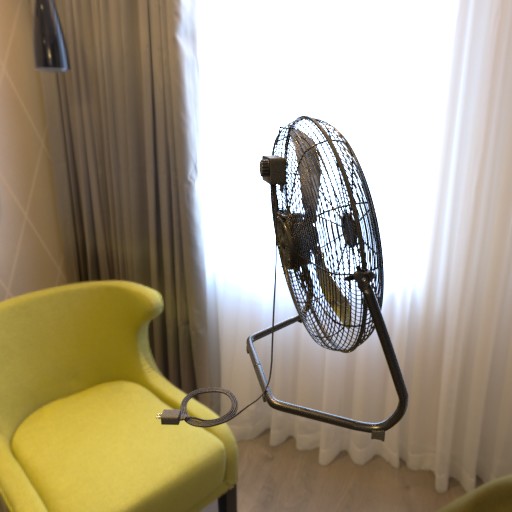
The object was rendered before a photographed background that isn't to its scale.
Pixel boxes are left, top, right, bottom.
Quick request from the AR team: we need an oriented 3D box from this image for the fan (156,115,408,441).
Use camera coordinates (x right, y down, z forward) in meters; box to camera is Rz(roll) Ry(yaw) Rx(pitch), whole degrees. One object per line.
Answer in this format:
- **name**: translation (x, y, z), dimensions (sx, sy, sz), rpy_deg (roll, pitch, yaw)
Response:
- **fan**: translation (0.000, 0.000, 0.999), dimensions (0.470, 0.605, 0.595), rpy_deg (-3, 17, -10)
